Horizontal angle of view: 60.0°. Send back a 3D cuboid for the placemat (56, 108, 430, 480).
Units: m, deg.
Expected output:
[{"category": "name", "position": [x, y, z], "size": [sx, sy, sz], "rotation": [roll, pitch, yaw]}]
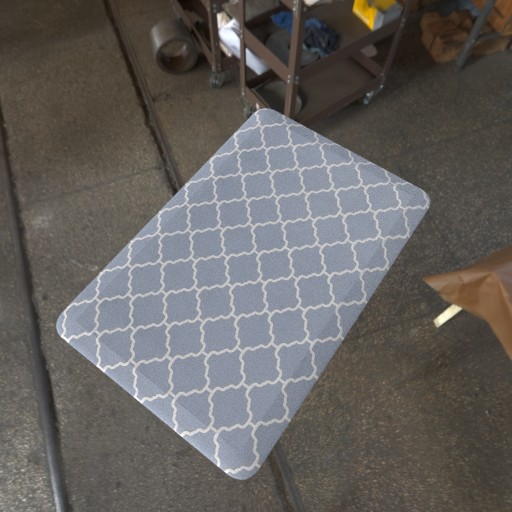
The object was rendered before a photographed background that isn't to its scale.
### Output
[{"category": "placemat", "position": [0.000, 0.000, 0.981], "size": [0.508, 0.021, 0.762], "rotation": [33, 68, 15]}]
